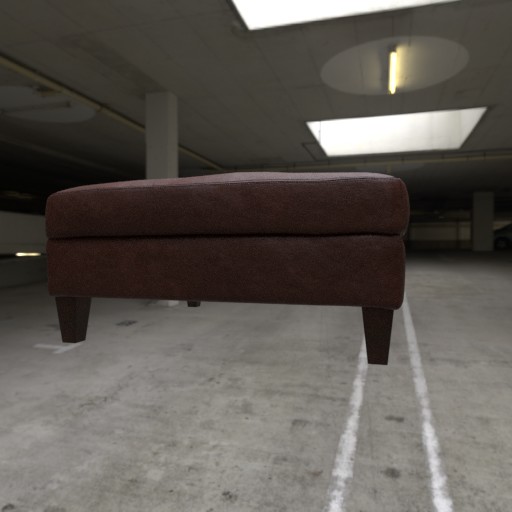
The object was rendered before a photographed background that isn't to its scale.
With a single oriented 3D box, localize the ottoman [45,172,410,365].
[{"bbox_3d":[0.000,0.000,1.326,0.844,0.415,0.836,0,1,16],"label":"ottoman"}]
